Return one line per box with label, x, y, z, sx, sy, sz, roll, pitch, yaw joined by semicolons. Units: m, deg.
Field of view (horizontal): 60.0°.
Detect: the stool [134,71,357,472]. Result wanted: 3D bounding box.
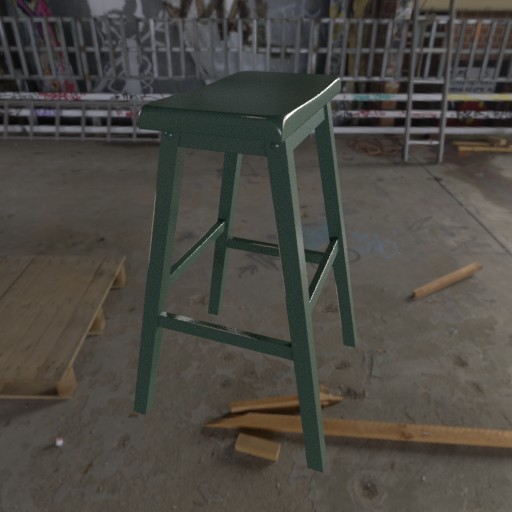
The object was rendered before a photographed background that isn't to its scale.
stool;0.000;0.000;1.026;0.476;0.737;0.457;10;32;17
